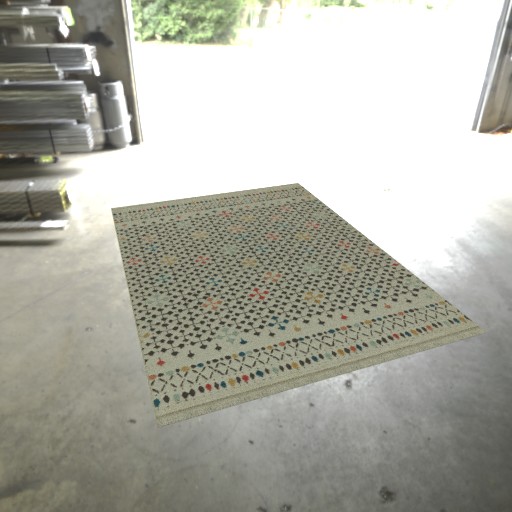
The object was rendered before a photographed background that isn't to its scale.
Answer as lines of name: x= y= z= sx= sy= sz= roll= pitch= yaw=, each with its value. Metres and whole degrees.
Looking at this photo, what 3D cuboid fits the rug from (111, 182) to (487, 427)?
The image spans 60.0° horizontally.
rug: x=0.000 y=0.000 z=4.124 sx=2.354 sy=0.007 sz=3.196 roll=-11 pitch=32 yaw=-17
